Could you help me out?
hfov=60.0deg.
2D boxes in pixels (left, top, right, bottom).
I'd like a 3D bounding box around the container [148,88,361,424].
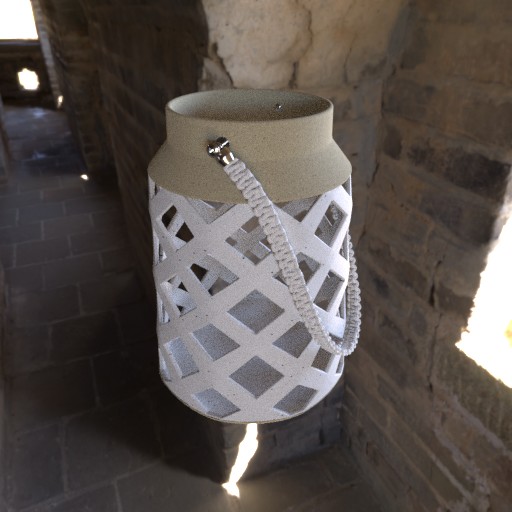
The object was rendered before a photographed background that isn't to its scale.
[{"bbox_3d":[0.000,0.000,0.397,0.198,0.264,0.188,10,31,17],"label":"container"}]
